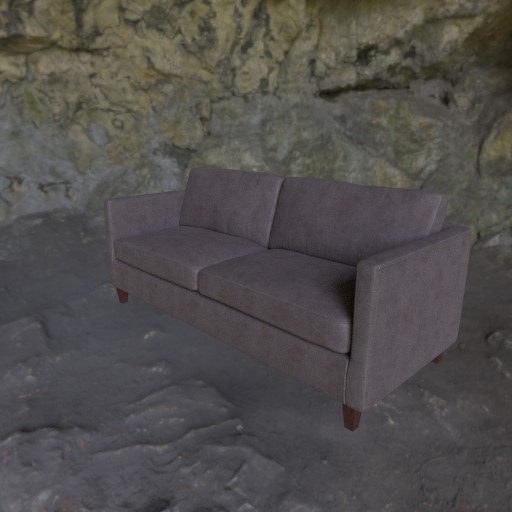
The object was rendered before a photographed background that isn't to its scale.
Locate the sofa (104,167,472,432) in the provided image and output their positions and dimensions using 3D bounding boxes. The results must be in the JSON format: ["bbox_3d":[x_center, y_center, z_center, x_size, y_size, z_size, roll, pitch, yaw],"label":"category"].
[{"bbox_3d":[0.000,0.000,2.746,0.951,0.965,2.208,-15,22,-42],"label":"sofa"}]
